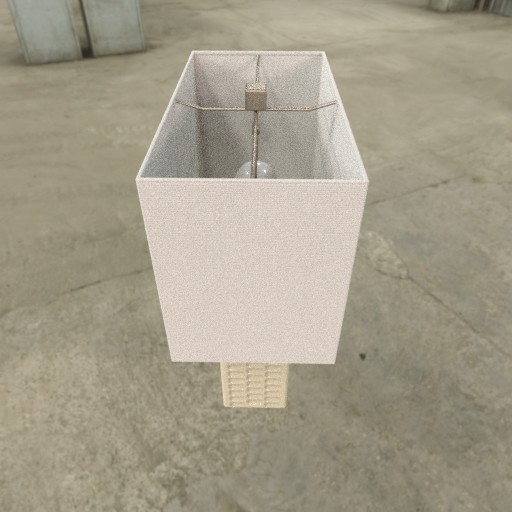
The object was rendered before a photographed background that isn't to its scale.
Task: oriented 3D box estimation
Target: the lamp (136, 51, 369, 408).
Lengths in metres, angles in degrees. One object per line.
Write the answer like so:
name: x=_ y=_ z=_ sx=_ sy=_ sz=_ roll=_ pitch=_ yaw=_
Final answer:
lamp: x=0.000 y=0.000 z=0.680 sx=0.200 sy=0.515 sz=0.380 roll=1 pitch=40 yaw=1
